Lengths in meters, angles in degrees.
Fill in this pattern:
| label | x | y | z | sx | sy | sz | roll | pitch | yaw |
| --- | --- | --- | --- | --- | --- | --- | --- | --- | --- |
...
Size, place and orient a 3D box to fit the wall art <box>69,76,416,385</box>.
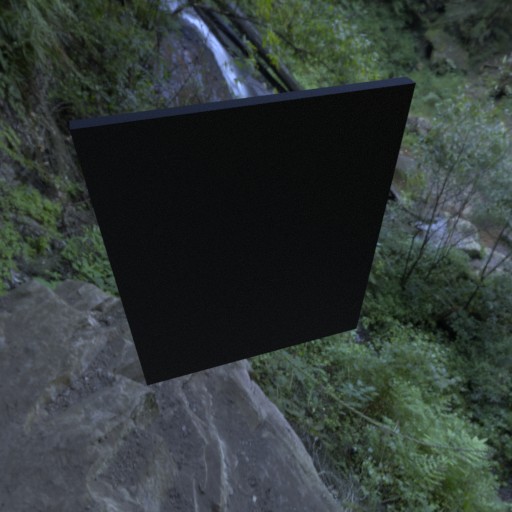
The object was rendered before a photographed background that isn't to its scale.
| label | x | y | z | sx | sy | sz | roll | pitch | yaw |
| --- | --- | --- | --- | --- | --- | --- | --- | --- | --- |
| wall art | 0.000 | 0.000 | 0.701 | 0.428 | 0.505 | 0.023 | -12 | 44 | -13 |
